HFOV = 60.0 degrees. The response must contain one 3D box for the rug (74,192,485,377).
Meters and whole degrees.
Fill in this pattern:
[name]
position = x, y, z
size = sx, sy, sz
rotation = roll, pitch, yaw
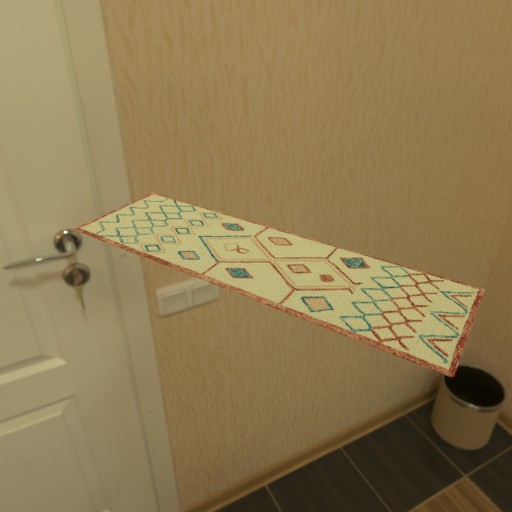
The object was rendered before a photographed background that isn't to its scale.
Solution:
[rug]
position = 0.000, 0.000, 2.670
size = 2.435, 0.011, 0.750
rotation = 18, 36, 28
